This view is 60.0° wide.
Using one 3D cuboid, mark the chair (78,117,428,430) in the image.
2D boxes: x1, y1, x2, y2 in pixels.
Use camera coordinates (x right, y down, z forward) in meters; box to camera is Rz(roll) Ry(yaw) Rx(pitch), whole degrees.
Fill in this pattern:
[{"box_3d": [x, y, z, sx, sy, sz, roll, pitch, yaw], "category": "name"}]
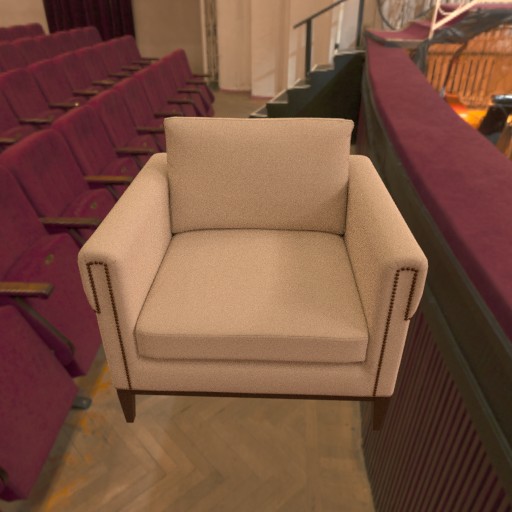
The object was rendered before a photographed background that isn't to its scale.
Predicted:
[{"box_3d": [0.000, 0.000, 1.679, 0.982, 0.915, 0.896, 1, 31, 2], "category": "chair"}]
